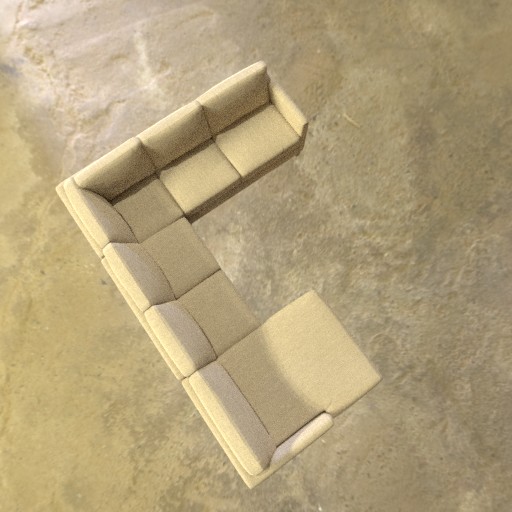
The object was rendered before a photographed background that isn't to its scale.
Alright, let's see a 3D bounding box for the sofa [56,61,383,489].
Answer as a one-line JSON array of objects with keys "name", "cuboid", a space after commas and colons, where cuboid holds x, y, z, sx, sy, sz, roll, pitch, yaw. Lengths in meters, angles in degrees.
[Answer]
[{"name": "sofa", "cuboid": [0.000, 0.000, 4.551, 2.594, 0.961, 3.460, -35, 78, -8]}]
